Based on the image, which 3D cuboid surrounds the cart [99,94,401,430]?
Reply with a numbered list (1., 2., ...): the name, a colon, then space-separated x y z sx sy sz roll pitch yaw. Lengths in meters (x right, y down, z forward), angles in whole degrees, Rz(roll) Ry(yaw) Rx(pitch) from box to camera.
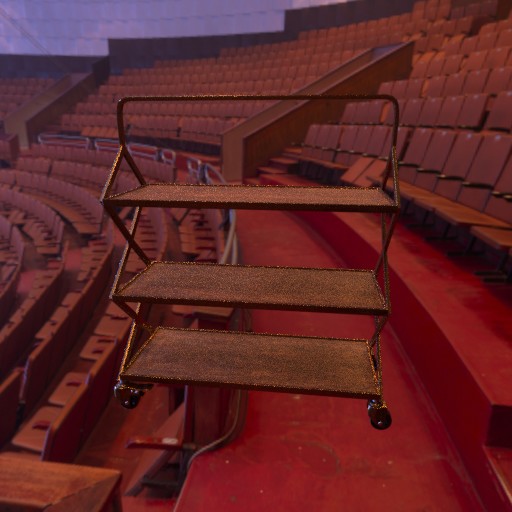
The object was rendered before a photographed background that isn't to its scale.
1. cart: 0.000 0.000 1.180 0.723 0.805 0.313 2 17 8
